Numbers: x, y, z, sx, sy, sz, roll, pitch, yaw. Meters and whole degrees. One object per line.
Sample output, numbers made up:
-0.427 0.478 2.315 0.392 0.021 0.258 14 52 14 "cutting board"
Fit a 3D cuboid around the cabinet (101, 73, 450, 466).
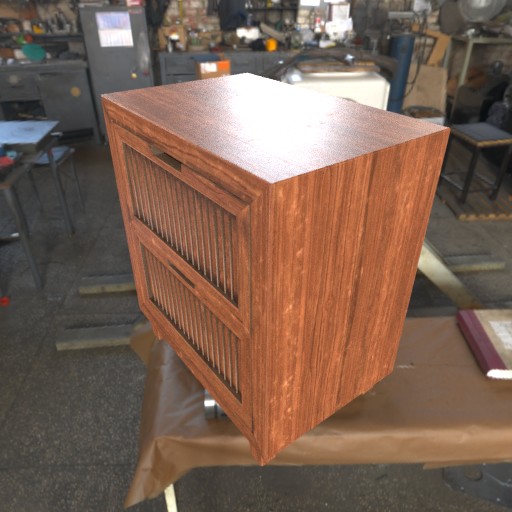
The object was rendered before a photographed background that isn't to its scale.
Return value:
0.000 0.000 1.068 0.410 0.695 0.607 -22 39 -30 "cabinet"
